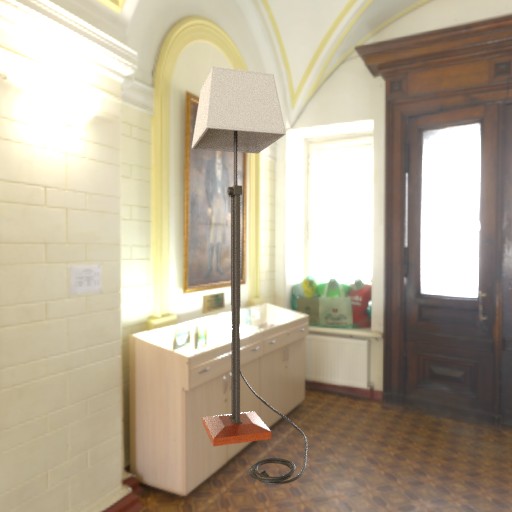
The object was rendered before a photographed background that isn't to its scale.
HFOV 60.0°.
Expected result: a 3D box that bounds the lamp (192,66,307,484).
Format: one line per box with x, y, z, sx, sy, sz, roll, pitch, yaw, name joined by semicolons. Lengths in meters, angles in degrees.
0.000;0.000;2.008;0.472;1.712;0.745;0;1;-17;lamp
